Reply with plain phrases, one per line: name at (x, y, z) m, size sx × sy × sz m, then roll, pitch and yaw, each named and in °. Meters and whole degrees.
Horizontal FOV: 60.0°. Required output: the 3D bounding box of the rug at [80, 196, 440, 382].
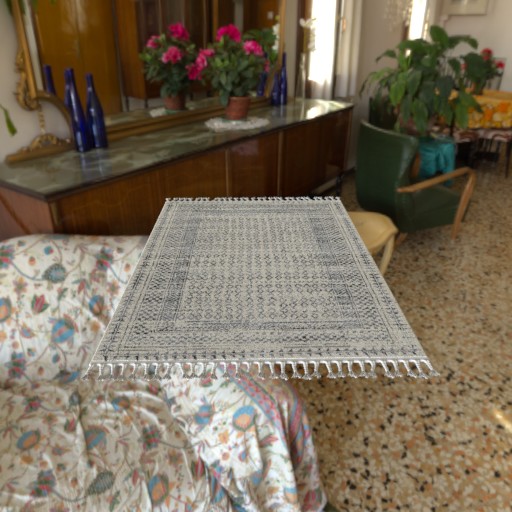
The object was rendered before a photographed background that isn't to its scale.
rug at (0.000, 0.000, 2.338) m, size 1.243 × 0.013 × 1.872 m, roll -1°, pitch 27°, yaw -1°
